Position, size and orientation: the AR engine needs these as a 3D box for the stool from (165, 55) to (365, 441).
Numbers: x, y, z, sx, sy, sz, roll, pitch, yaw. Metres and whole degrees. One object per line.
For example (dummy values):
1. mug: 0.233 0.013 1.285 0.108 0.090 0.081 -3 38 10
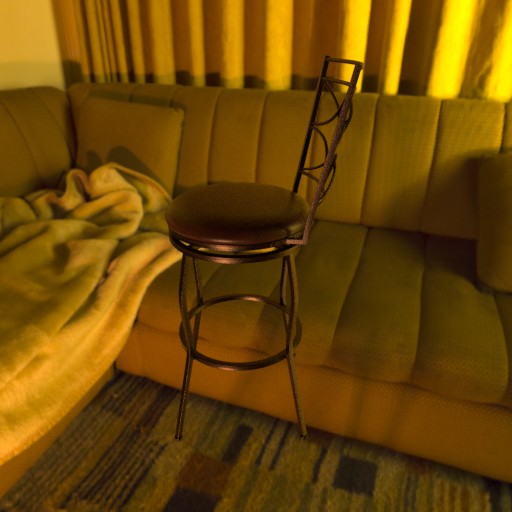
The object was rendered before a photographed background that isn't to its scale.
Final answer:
1. stool: 0.000 0.000 1.373 0.534 1.117 0.434 0 27 -1
